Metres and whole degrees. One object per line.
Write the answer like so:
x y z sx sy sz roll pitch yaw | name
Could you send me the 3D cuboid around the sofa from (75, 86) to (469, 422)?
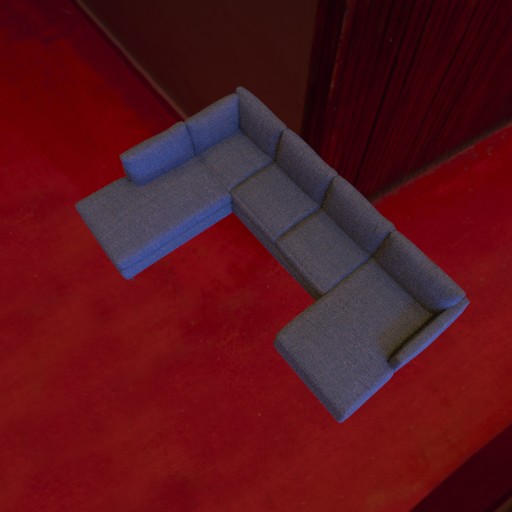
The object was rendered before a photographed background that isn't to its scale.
0.000 0.000 3.596 1.879 0.753 2.737 -35 68 -16 | sofa
